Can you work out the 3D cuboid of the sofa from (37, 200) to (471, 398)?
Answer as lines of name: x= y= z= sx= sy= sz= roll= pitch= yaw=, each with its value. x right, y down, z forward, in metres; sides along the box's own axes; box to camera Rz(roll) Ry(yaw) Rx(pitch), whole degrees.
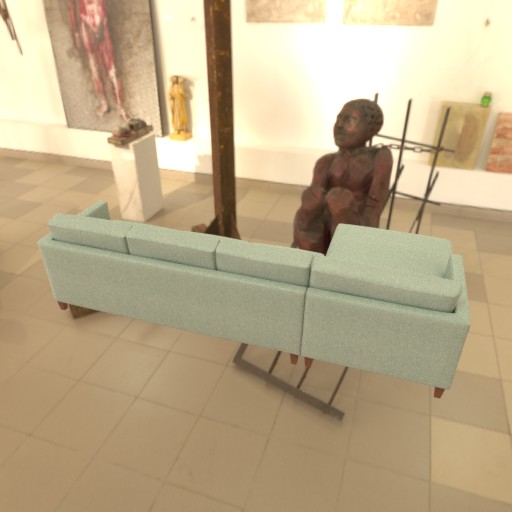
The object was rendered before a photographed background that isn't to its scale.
sofa: x=0.000 y=0.000 z=4.091 sx=3.470 sy=0.953 sz=1.600 roll=10 pitch=33 yaw=15
